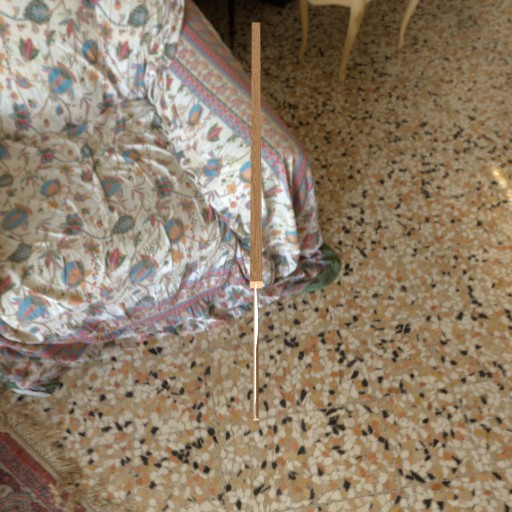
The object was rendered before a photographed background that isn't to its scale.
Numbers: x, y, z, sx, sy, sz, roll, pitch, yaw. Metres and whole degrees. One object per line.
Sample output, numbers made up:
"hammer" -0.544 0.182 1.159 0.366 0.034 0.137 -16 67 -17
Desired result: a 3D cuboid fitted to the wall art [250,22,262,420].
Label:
"wall art" 0.000 0.000 1.341 0.020 1.016 0.739 0 58 0
